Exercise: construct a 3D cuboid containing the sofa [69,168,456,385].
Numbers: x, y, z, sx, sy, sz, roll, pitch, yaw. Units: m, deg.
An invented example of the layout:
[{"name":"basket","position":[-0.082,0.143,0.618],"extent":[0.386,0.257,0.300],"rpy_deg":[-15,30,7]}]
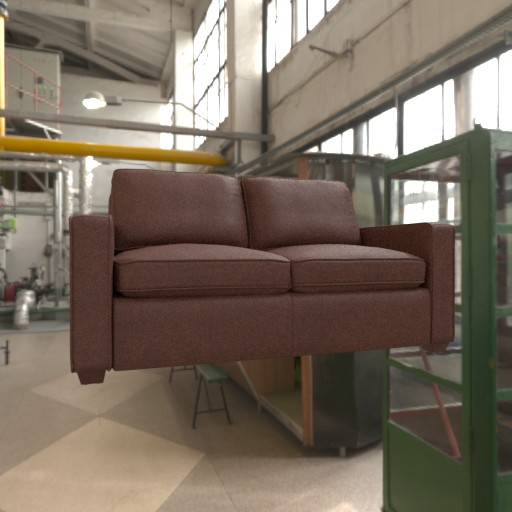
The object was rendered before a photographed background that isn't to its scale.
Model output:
[{"name":"sofa","position":[0.000,0.000,2.248],"extent":[1.709,0.918,0.947],"rpy_deg":[0,1,-19]}]
